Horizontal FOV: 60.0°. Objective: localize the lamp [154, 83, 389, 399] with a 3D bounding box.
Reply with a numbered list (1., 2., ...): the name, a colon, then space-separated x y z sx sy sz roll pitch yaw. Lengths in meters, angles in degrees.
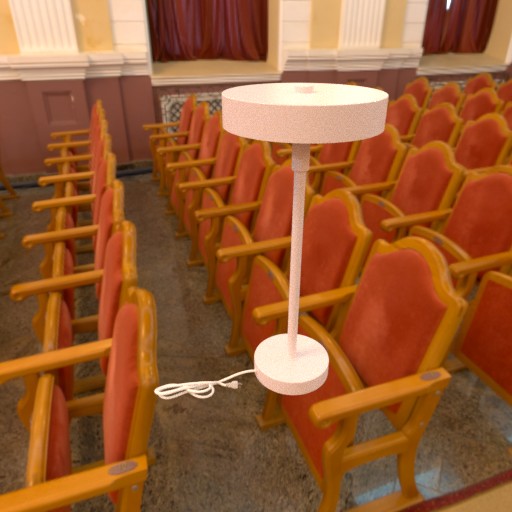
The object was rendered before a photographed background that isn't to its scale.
1. lamp: 0.000 0.000 0.710 0.369 0.508 0.229 -9 29 -17
